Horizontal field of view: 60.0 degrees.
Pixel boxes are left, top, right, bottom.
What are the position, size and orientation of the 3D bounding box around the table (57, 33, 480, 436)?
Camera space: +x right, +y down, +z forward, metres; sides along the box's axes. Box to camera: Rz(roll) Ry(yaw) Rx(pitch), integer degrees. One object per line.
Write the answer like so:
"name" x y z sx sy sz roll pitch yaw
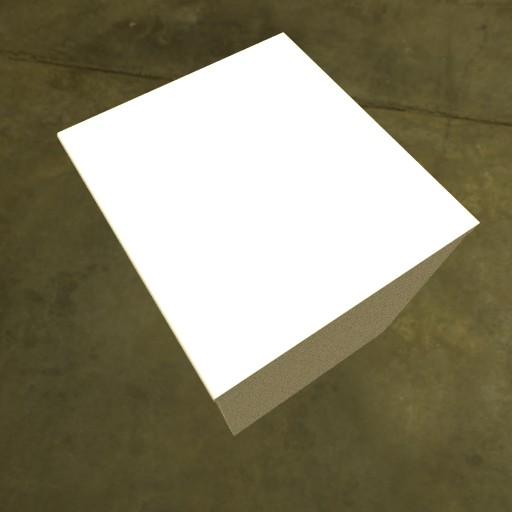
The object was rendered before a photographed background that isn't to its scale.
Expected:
"table" 0.000 0.000 0.779 0.380 0.460 0.420 -30 67 -14
